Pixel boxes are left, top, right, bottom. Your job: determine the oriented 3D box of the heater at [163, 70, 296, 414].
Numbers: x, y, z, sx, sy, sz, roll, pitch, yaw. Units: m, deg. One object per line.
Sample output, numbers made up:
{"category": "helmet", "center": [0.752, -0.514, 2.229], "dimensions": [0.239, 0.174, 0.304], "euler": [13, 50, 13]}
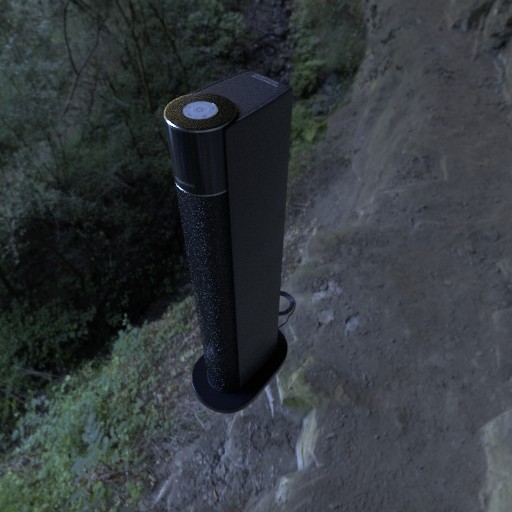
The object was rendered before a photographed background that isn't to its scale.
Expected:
{"category": "heater", "center": [0.000, 0.000, 1.044], "dimensions": [0.214, 0.856, 0.458], "euler": [34, 56, 27]}
